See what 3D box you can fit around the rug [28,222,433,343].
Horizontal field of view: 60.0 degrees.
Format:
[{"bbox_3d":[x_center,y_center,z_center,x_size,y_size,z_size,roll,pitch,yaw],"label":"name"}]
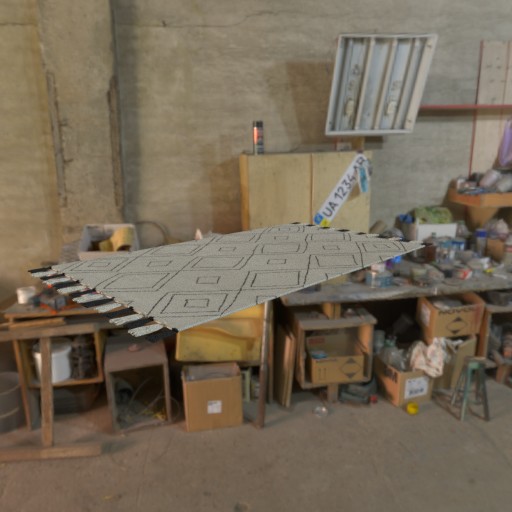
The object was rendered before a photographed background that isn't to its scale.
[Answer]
[{"bbox_3d":[0.000,0.000,3.303,2.755,0.021,1.524,-13,19,-43],"label":"rug"}]
